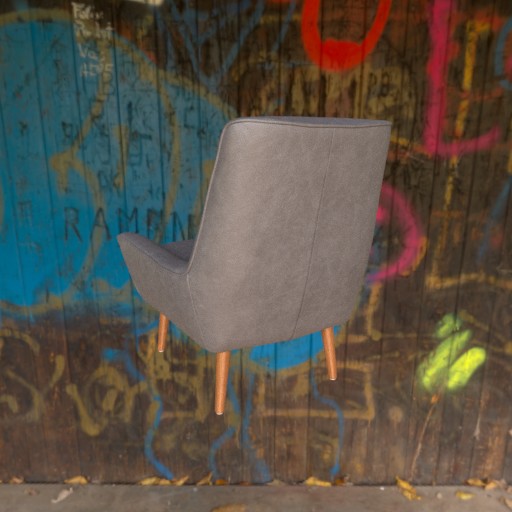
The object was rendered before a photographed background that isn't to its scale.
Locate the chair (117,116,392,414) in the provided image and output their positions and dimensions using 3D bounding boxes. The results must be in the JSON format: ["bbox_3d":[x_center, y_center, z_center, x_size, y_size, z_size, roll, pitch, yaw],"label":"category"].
[{"bbox_3d":[0.000,0.000,1.533,0.787,0.888,0.822,-8,16,-27],"label":"chair"}]
